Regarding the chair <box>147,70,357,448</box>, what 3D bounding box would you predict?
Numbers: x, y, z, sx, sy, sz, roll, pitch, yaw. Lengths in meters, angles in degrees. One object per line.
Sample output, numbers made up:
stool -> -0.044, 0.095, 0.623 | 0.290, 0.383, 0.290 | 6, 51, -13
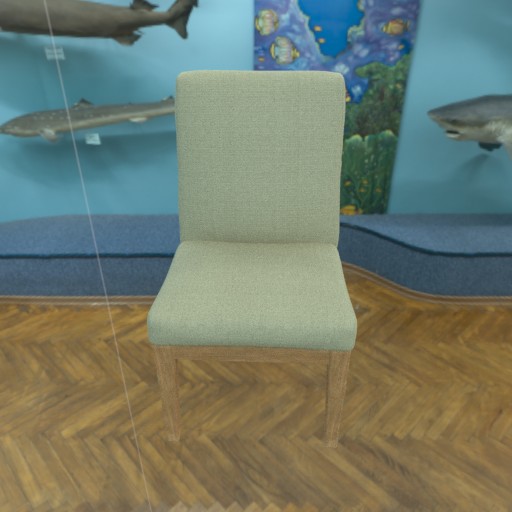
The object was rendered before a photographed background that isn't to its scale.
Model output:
chair -> 0.000, 0.000, 1.258 | 0.507, 0.911, 0.586 | 1, 30, 2
